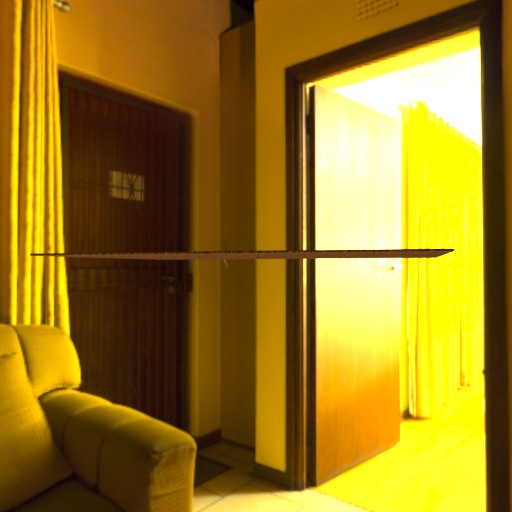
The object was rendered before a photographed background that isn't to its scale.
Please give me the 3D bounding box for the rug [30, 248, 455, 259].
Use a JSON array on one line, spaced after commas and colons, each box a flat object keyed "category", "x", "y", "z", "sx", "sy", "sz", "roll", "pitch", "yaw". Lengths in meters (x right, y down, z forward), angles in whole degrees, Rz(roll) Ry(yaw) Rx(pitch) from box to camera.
[{"category": "rug", "x": 0.000, "y": 0.000, "z": 2.310, "sx": 1.808, "sy": 0.011, "sz": 1.189, "roll": 0, "pitch": -1, "yaw": 19}]
